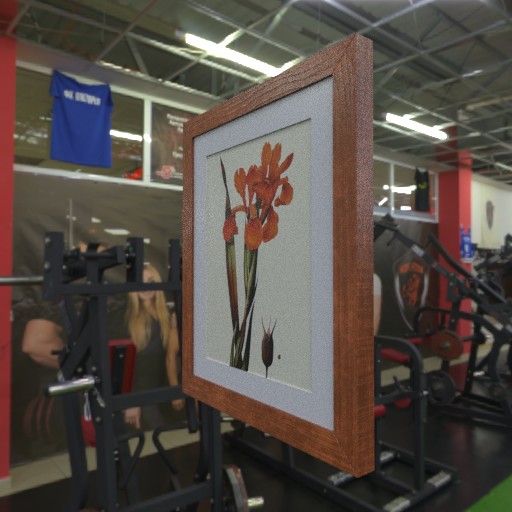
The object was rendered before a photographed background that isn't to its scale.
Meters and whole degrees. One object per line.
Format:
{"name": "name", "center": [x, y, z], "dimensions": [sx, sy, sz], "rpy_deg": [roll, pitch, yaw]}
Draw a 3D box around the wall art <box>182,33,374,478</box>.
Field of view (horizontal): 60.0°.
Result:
{"name": "wall art", "center": [0.000, 0.000, 0.760], "dimensions": [0.033, 0.567, 0.467], "rpy_deg": [1, -1, -37]}
